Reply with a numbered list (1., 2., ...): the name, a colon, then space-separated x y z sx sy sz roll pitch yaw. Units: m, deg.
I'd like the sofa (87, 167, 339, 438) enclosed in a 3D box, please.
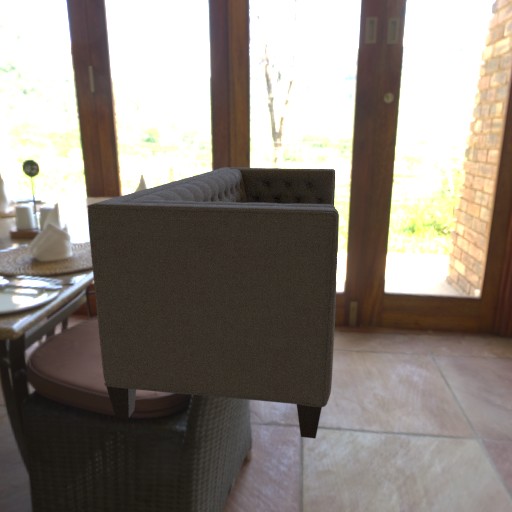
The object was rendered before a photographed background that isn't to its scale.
1. sofa: 0.000 0.000 2.239 0.775 0.762 1.778 2 15 9
